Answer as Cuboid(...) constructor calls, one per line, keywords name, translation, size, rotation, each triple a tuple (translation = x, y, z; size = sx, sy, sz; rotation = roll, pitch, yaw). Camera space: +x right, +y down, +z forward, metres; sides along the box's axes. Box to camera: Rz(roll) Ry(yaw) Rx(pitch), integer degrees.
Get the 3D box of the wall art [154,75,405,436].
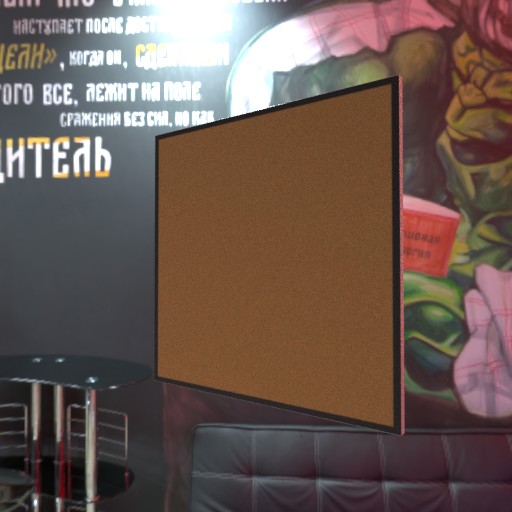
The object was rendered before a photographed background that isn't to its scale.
Cuboid(name="wall art", translation=(0.000, 0.000, 1.228), size=(0.805, 0.803, 0.022), rotation=(-1, -1, 36))
